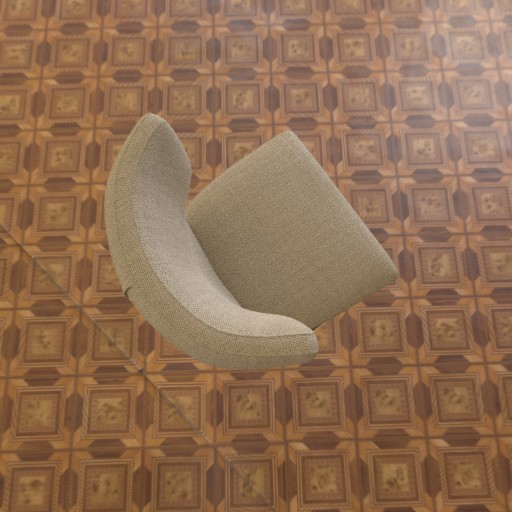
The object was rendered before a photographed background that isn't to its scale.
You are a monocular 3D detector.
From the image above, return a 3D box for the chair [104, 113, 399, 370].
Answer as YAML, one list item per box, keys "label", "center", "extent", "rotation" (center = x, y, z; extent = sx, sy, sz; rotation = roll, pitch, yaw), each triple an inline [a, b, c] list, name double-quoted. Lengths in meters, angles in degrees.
- label: "chair"
  center: [0.000, 0.000, 1.257]
  extent: [0.617, 0.824, 0.611]
  rotation: [-33, 78, -8]
